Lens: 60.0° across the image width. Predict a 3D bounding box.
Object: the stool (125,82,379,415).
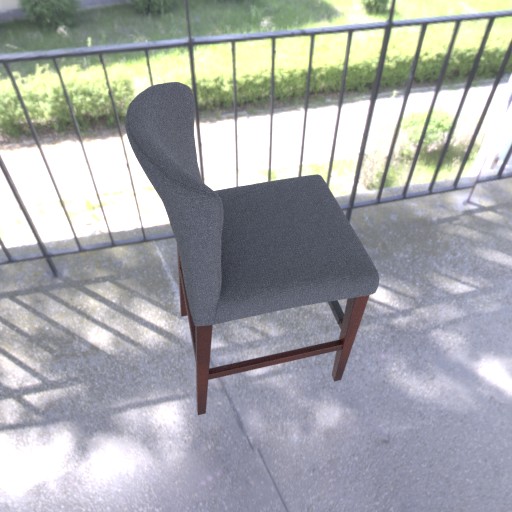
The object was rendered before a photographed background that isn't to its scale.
[{"bbox_3d":[0.000,0.000,1.321,0.568,0.968,0.479,-10,47,-10],"label":"stool"}]
